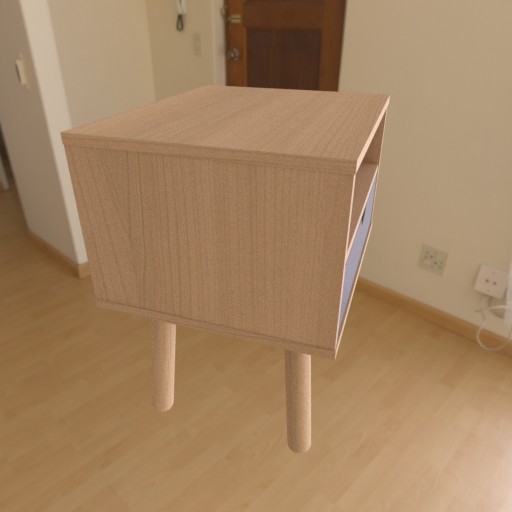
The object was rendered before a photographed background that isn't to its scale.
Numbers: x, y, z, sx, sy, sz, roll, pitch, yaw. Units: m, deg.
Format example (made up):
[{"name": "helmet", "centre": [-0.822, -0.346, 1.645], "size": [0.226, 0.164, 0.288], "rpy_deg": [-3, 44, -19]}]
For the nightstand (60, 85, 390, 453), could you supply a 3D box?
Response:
[{"name": "nightstand", "centre": [0.000, 0.000, 0.832], "size": [0.380, 0.530, 0.450], "rpy_deg": [9, 30, 17]}]
